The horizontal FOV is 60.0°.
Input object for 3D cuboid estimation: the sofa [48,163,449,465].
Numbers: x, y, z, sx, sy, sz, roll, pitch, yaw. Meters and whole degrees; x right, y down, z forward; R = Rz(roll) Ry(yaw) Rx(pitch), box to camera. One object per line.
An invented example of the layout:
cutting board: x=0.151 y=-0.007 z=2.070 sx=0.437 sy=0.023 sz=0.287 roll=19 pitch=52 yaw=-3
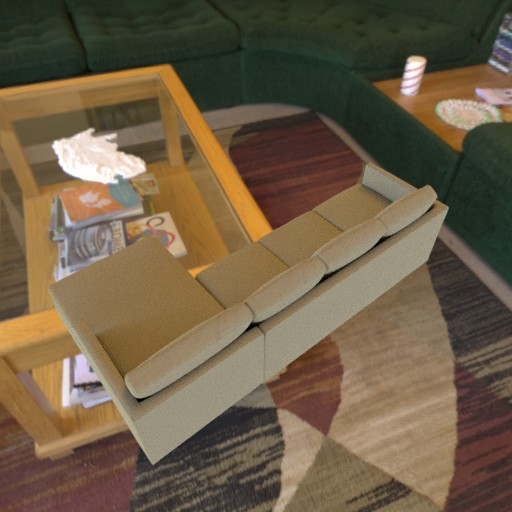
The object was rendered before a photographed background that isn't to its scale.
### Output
sofa: x=0.000 y=0.000 z=3.904 sx=3.177 sy=0.867 sz=1.622 roll=-30 pitch=53 yaw=-26
